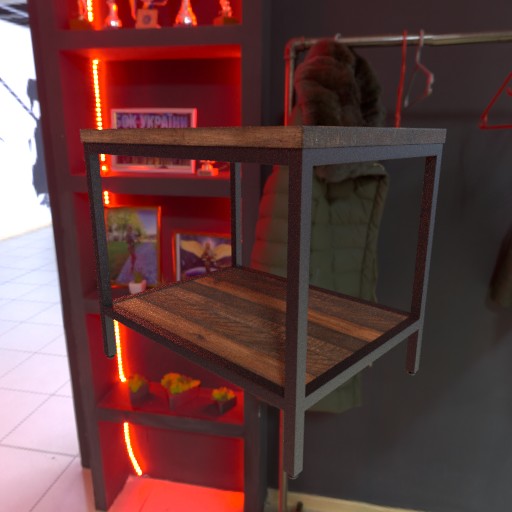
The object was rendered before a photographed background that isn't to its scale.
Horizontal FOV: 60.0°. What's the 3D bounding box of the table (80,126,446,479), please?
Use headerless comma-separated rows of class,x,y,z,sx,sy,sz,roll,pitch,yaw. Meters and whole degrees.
table,0.000,0.000,1.111,0.678,0.612,0.524,14,21,41
